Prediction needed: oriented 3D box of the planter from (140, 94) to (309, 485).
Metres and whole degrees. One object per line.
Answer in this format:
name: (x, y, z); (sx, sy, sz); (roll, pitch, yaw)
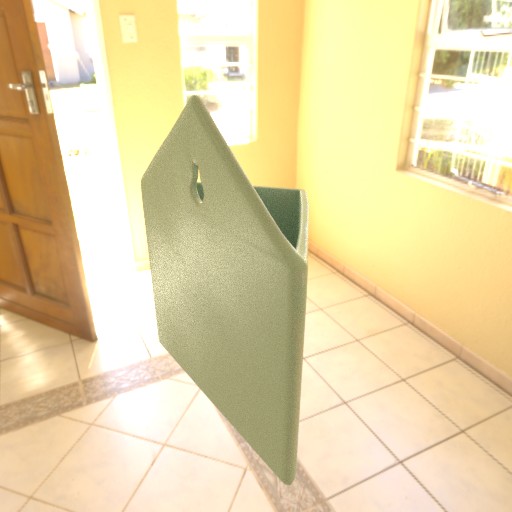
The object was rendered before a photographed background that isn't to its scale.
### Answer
planter: (0.000, 0.000, 0.280); (0.079, 0.197, 0.164); (-18, 32, -32)
